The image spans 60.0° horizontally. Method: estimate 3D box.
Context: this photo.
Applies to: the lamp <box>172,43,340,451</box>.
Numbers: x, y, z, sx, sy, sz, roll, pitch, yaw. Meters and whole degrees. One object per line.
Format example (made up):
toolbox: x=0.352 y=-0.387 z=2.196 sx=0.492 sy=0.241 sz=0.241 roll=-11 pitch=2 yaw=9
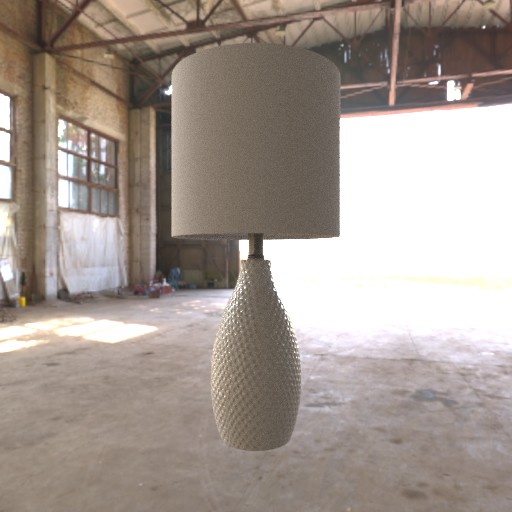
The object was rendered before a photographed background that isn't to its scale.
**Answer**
lamp: x=0.000 y=0.000 z=0.574 sx=0.214 sy=0.466 sz=0.214 roll=0 pitch=0 yaw=35
